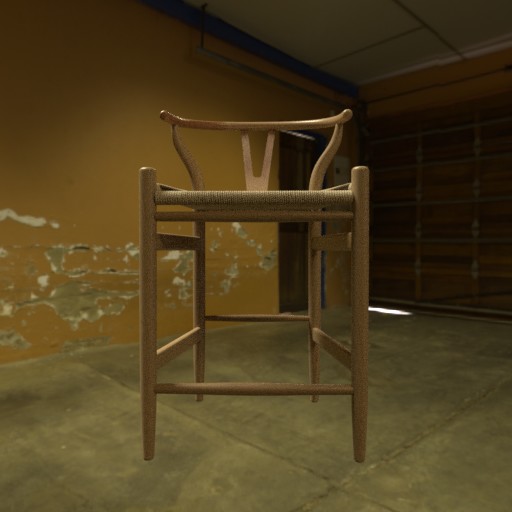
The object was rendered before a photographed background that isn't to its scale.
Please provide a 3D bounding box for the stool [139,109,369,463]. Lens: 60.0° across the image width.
[{"bbox_3d":[0.000,0.000,1.272,0.536,0.923,0.575,0,1,1],"label":"stool"}]
